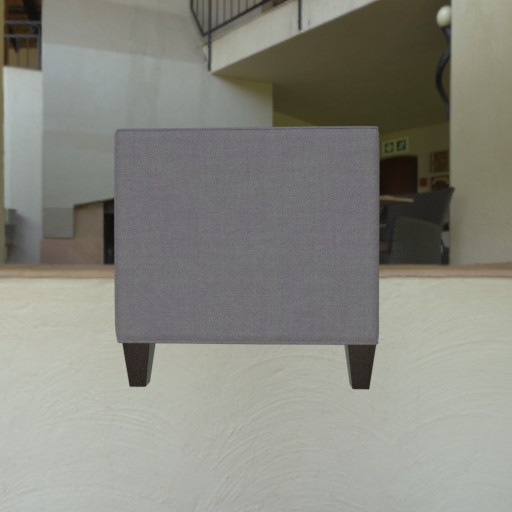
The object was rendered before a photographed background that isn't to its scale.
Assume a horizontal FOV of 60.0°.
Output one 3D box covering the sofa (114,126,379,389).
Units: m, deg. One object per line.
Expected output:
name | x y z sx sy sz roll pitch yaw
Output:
sofa | 0.000 0.000 2.159 0.775 0.762 1.778 0 0 2
